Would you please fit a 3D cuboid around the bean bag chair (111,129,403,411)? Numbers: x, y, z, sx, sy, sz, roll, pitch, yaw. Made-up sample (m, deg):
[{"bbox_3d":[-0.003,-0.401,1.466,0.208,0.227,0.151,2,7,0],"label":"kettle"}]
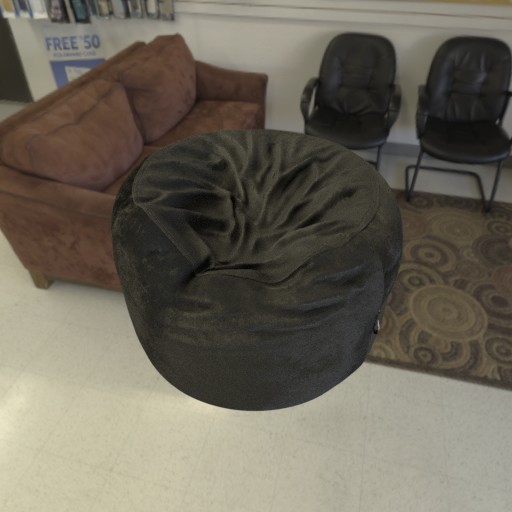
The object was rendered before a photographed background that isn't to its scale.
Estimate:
[{"bbox_3d":[0.000,0.000,1.509,0.918,0.605,0.918,0,40,0],"label":"bean bag chair"}]
